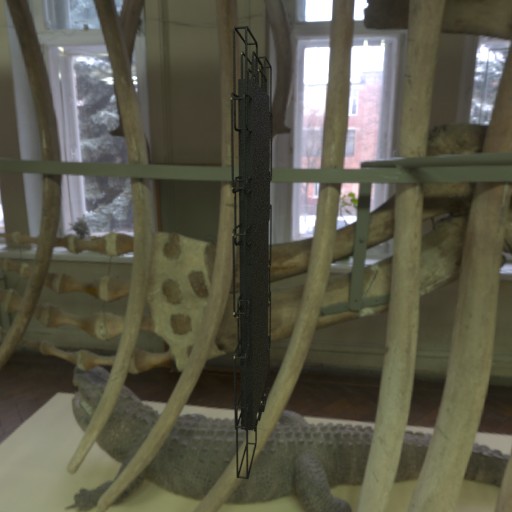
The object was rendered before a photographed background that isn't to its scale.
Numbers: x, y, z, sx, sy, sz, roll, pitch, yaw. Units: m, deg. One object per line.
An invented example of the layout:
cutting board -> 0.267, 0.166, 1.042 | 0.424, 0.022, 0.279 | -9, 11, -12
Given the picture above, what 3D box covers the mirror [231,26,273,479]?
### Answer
mirror -> 0.000, 0.000, 1.381 | 0.037, 1.192, 0.565 | 2, 13, 8
